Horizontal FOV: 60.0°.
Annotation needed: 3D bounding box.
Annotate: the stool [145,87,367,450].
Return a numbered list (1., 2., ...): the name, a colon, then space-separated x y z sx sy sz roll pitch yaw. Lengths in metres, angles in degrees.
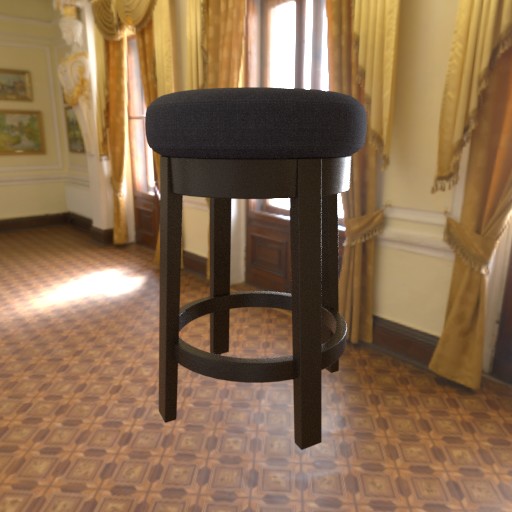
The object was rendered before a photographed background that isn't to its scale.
1. stool: 0.000 0.000 0.951 0.449 0.655 0.449 0 15 0
